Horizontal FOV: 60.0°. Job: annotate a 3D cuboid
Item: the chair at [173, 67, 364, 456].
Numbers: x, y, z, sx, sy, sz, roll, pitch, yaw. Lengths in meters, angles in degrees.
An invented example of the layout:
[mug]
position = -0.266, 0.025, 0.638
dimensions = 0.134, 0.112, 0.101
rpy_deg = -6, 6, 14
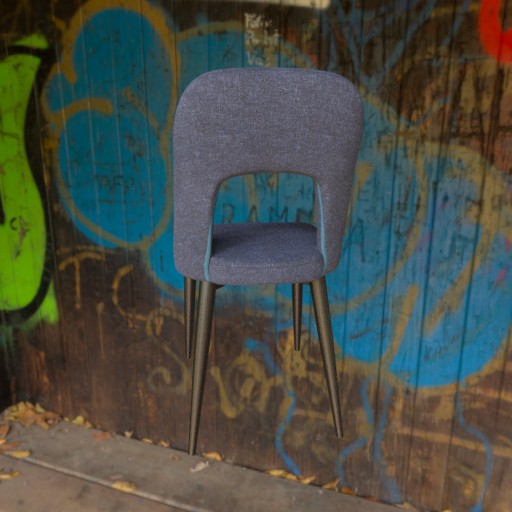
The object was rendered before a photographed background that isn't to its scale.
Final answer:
[chair]
position = 0.000, 0.000, 1.281
dimensions = 0.470, 0.931, 0.612
rpy_deg = -2, 15, -8
